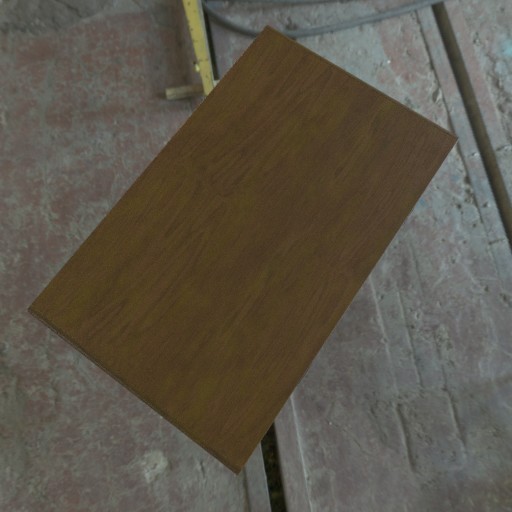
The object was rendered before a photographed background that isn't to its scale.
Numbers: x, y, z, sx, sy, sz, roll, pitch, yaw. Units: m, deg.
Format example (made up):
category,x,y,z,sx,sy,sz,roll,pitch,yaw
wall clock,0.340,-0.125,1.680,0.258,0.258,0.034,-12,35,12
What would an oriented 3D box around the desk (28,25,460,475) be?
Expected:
category,x,y,z,sx,sy,sz,roll,pitch,yaw
desk,0.000,0.000,1.536,0.660,0.754,1.066,34,78,9
